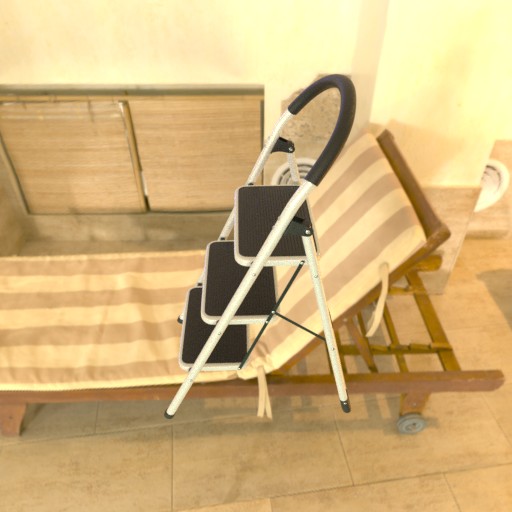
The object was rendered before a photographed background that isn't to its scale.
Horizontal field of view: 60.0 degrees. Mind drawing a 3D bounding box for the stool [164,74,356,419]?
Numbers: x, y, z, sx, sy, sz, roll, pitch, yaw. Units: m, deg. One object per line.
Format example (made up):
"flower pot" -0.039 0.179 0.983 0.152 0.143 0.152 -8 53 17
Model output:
"stool" 0.000 0.000 1.434 0.676 1.109 0.485 -1 39 -1
